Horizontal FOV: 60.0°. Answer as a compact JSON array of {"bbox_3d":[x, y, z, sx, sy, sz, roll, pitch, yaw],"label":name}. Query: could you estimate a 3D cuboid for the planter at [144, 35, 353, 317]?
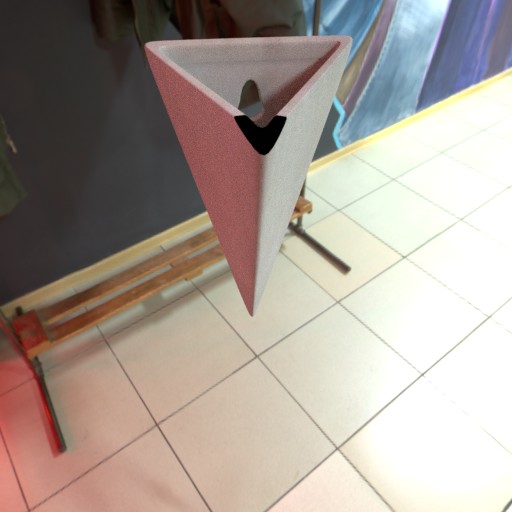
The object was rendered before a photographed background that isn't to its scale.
[{"bbox_3d":[0.000,0.000,0.155,0.058,0.130,0.047,-3,46,-3],"label":"planter"}]
